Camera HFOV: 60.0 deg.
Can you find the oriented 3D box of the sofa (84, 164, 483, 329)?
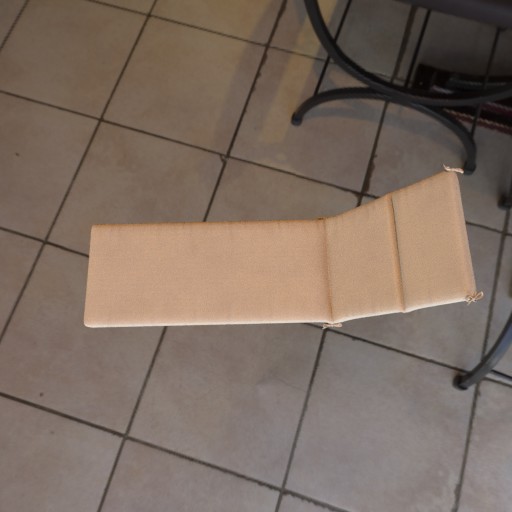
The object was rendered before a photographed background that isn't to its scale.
[{"bbox_3d":[0.000,0.000,1.949,1.663,0.622,0.582,-1,74,0],"label":"sofa"}]
